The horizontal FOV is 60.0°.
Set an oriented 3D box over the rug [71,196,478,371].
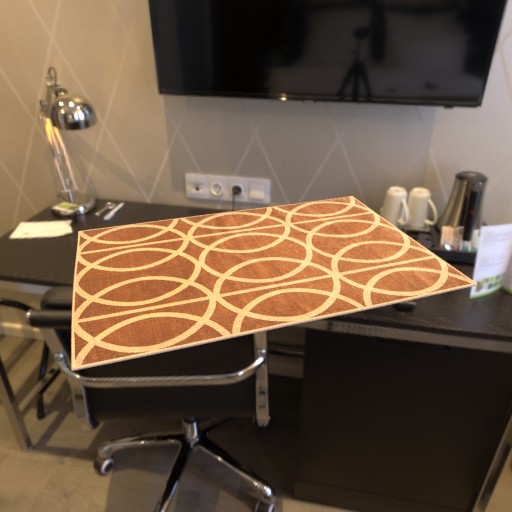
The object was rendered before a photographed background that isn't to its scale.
[{"bbox_3d":[0.000,0.000,2.953,2.290,0.014,1.526,-9,30,-16],"label":"rug"}]
